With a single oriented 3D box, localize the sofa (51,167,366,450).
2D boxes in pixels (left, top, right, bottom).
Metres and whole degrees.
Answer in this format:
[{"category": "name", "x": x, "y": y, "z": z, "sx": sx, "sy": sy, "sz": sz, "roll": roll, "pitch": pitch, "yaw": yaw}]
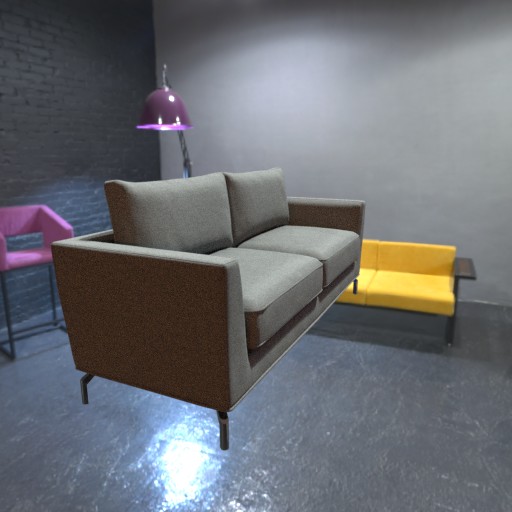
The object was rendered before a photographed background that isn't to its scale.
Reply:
[{"category": "sofa", "x": 0.000, "y": 0.000, "z": 2.689, "sx": 0.869, "sy": 1.002, "sz": 2.212, "roll": 6, "pitch": 15, "yaw": 25}]
